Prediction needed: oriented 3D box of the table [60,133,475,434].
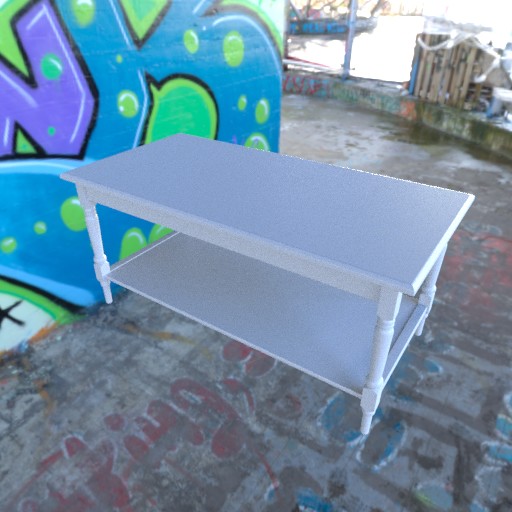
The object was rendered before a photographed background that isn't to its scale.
[{"bbox_3d":[0.000,0.000,1.440,1.109,0.506,0.551,19,36,29],"label":"table"}]
